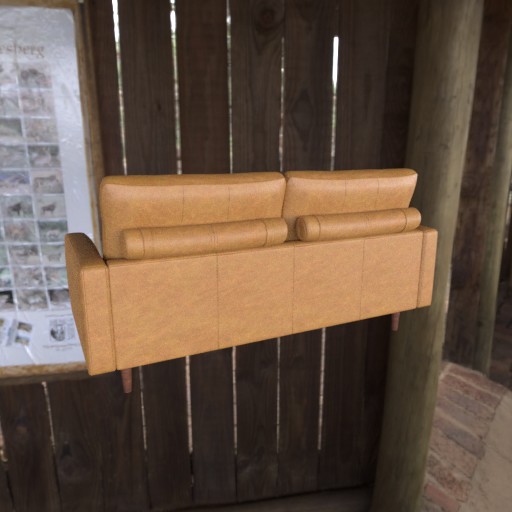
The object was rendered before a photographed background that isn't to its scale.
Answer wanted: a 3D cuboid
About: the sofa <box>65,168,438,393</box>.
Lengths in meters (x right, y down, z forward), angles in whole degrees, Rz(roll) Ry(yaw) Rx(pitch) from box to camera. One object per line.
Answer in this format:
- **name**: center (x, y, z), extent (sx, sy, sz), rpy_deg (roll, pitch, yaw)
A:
- **sofa**: center (0.000, 0.000, 2.333), extent (1.821, 0.898, 0.850), rpy_deg (-7, 15, -26)
